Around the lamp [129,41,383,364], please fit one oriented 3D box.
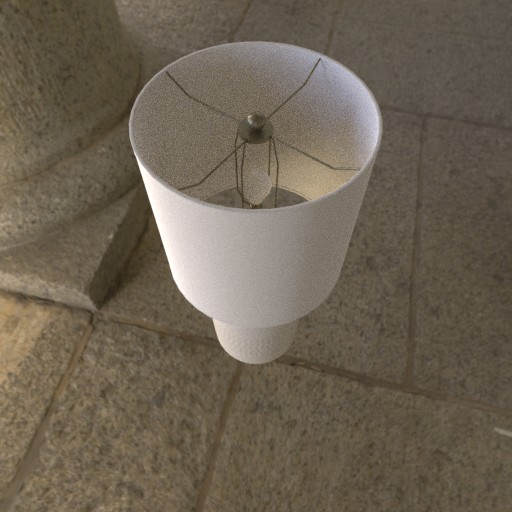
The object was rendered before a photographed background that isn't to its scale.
[{"bbox_3d":[0.000,0.000,0.496,0.188,0.392,0.188,-13,58,-8],"label":"lamp"}]
